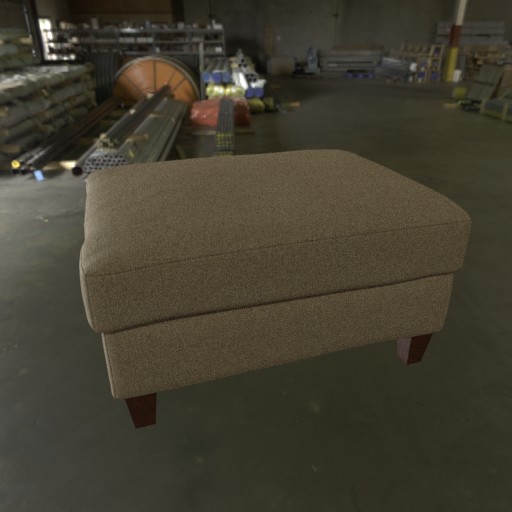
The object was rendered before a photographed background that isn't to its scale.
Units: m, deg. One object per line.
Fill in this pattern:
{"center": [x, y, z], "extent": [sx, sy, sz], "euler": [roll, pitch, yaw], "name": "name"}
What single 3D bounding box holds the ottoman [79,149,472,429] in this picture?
{"center": [0.000, 0.000, 1.283], "extent": [0.889, 0.511, 0.692], "euler": [-8, 28, -16], "name": "ottoman"}
